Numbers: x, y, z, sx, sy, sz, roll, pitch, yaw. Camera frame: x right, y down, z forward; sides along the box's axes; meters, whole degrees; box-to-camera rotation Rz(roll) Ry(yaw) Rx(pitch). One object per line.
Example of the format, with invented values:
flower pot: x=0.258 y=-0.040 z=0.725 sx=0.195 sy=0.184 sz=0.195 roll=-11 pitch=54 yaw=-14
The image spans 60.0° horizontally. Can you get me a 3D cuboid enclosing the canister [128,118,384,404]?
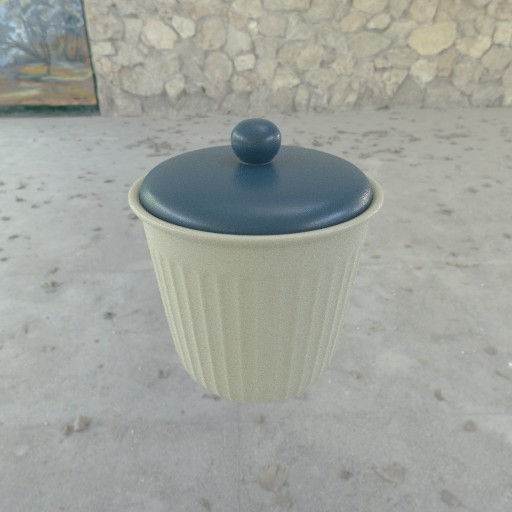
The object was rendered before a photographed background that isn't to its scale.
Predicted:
canister: x=0.000 y=0.000 z=0.351 sx=0.181 sy=0.211 sz=0.181 roll=0 pitch=28 yaw=0
